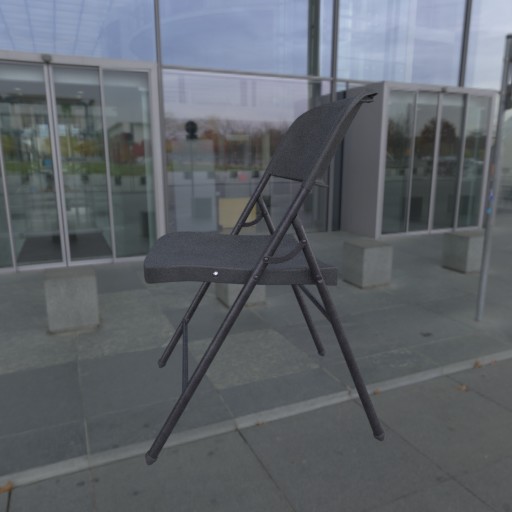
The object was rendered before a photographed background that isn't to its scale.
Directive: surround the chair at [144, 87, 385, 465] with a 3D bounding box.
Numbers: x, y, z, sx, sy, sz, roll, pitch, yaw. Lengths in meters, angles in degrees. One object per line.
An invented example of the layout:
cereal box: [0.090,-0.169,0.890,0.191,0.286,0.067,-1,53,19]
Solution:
chair: [0.000,0.000,1.155,0.567,0.810,0.494,-2,13,-9]
